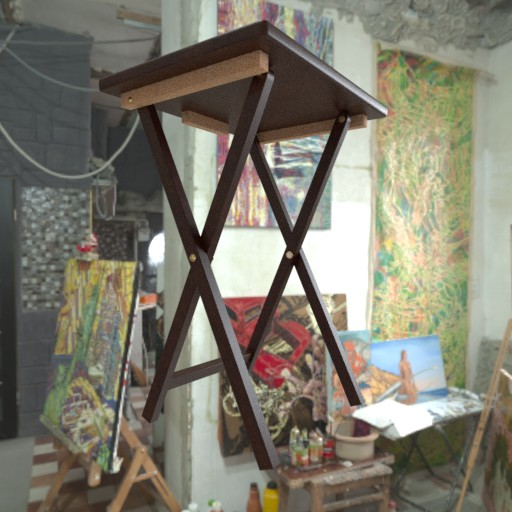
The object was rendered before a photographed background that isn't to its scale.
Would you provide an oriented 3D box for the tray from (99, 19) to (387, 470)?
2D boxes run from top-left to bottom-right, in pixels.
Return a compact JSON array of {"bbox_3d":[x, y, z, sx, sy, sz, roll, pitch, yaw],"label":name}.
[{"bbox_3d":[0.000,0.000,0.913,0.381,0.660,0.483,1,2,36],"label":"tray"}]
